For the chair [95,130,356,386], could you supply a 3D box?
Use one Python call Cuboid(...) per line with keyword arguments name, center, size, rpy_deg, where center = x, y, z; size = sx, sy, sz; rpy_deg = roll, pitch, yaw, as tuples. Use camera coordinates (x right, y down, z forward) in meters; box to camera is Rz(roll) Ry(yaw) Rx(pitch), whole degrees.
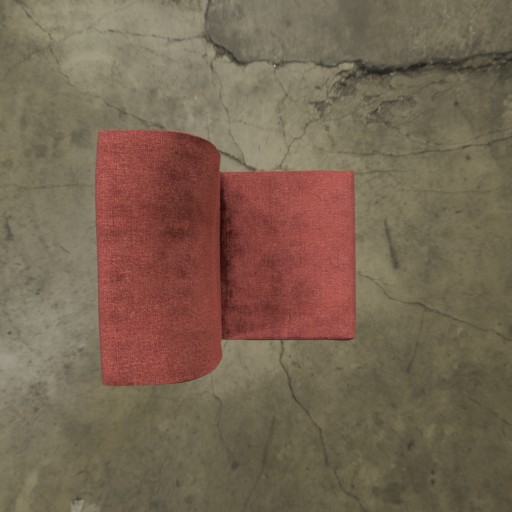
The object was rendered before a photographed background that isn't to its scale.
Cuboid(name="chair", center=(0.000, 0.000, 1.301), size=(0.640, 0.846, 0.538), rpy_deg=(0, 90, 1))
